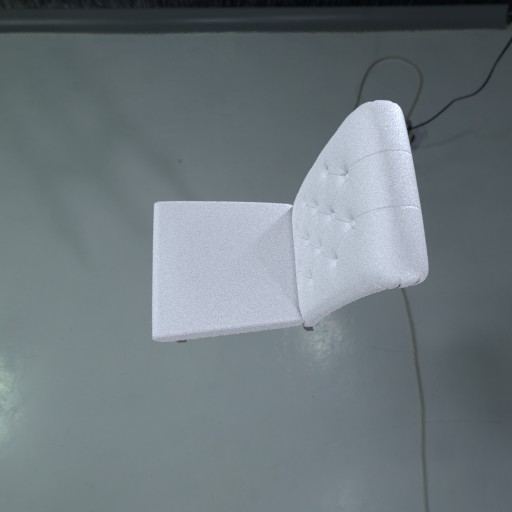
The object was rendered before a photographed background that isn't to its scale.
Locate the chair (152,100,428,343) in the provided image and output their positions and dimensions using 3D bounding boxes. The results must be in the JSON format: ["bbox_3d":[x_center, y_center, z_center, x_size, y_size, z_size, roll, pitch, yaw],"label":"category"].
[{"bbox_3d":[0.000,0.000,1.363,0.671,1.006,0.456,-3,74,-1],"label":"chair"}]
